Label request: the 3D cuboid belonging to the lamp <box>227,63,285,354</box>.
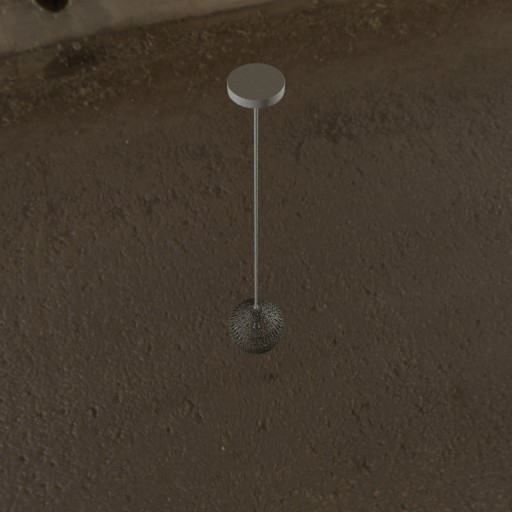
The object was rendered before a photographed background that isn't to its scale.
[{"bbox_3d":[0.000,0.000,2.096,0.355,1.919,0.355,32,63,18],"label":"lamp"}]
